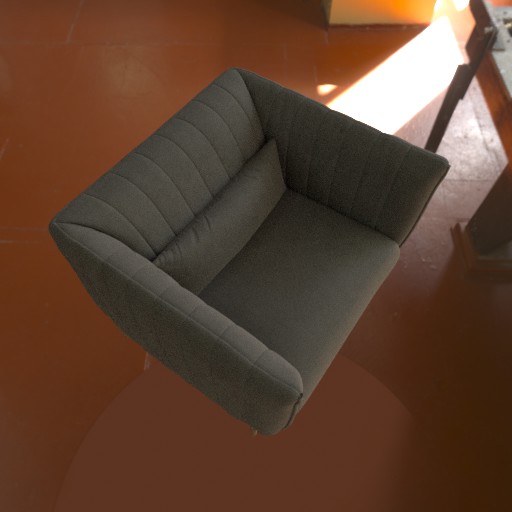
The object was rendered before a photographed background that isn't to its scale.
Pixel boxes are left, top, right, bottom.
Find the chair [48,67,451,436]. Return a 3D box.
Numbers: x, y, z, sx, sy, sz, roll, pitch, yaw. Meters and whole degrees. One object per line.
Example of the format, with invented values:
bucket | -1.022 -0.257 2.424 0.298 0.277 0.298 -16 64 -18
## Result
chair | 0.000 0.000 1.639 0.873 0.779 0.981 31 63 18
